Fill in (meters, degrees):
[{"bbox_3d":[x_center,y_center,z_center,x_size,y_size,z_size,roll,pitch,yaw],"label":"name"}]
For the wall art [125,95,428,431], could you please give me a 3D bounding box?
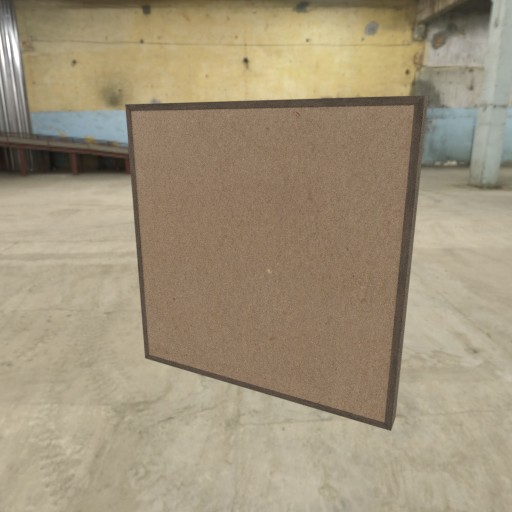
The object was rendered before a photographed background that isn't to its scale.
[{"bbox_3d":[0.000,0.000,0.769,0.508,0.508,0.038,8,18,26],"label":"wall art"}]
